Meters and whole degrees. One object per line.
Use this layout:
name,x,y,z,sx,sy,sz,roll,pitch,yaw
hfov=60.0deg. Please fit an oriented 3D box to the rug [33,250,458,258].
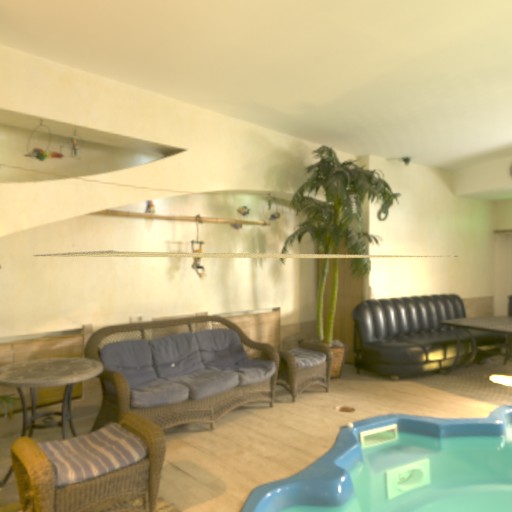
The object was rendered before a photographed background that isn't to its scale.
rug,0.000,0.000,2.479,2.084,0.009,1.222,1,-1,-36
